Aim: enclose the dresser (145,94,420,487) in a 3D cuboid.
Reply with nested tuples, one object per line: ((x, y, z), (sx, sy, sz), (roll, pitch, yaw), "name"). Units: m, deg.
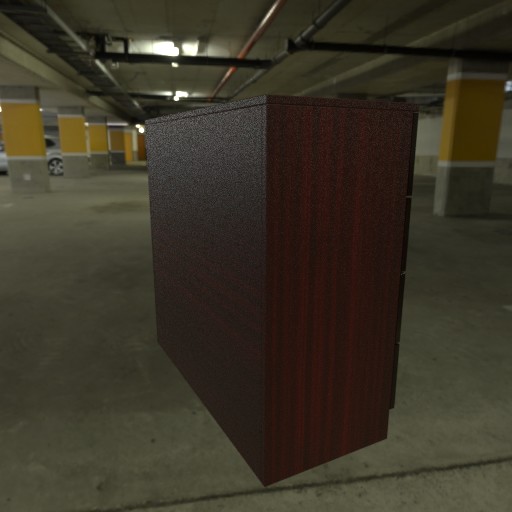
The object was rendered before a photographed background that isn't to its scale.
((0.000, 0.000, 1.176), (0.360, 0.720, 0.750), (-7, 15, -27), "dresser")
